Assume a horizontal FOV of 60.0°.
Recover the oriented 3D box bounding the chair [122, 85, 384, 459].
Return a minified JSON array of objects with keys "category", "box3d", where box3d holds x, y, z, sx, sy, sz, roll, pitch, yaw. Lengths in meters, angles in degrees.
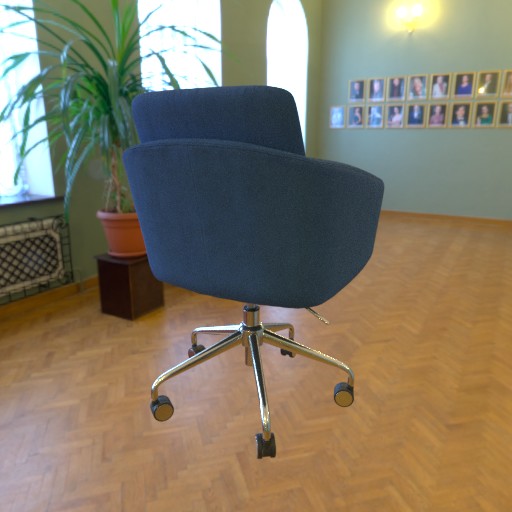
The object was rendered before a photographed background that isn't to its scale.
[{"category":"chair","box3d":[0.000,0.000,1.342,0.641,0.908,0.635,8,17,27]}]
